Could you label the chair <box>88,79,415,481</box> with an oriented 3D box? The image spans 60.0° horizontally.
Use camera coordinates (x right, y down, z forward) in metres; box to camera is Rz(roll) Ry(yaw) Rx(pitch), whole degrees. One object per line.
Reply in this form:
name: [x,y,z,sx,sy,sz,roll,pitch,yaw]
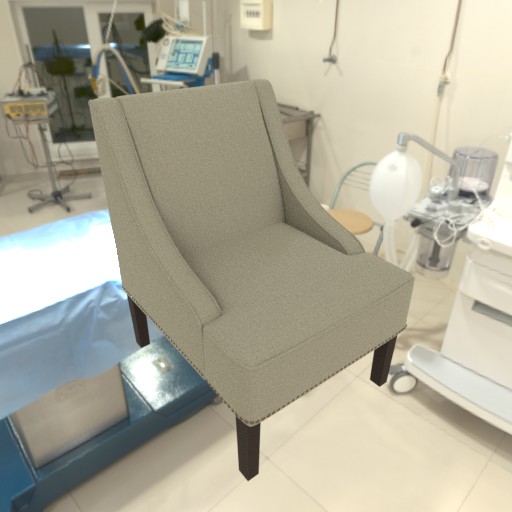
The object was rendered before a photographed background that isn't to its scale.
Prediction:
chair: [0.000,0.000,1.323,0.610,0.864,0.737,-21,36,-32]
